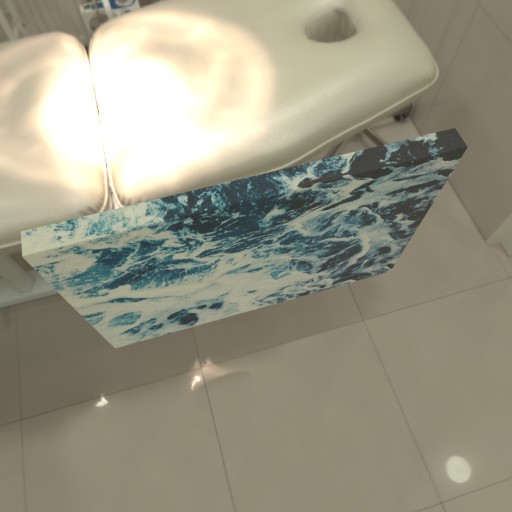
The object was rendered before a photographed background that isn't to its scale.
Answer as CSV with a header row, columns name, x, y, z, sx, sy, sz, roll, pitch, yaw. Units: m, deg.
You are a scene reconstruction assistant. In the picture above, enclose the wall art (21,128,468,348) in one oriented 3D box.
name,x,y,z,sx,sy,sz,roll,pitch,yaw
wall art,0.000,0.000,0.770,0.609,0.407,0.043,-15,63,-8
